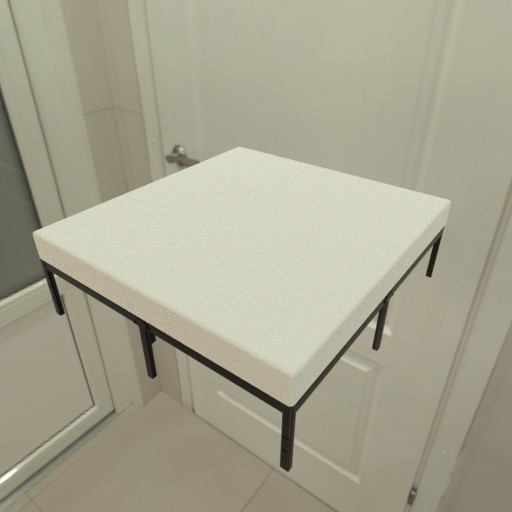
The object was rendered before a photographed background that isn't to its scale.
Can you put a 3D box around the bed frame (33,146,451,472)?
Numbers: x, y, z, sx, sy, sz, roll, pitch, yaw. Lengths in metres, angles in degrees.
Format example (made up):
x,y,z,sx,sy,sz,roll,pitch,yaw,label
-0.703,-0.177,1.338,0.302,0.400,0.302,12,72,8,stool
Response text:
x,y,z,sx,sy,sz,roll,pitch,yaw,label
0.000,0.000,3.133,1.963,0.659,2.079,22,39,31,bed frame
